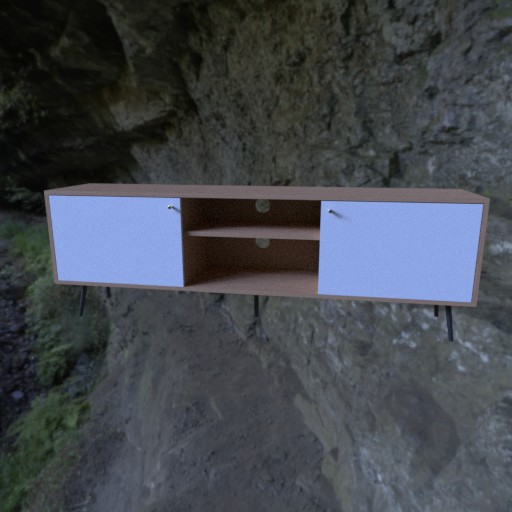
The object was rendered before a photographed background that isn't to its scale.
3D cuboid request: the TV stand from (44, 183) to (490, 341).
[{"bbox_3d":[0.000,0.000,1.965,1.760,0.580,0.400,2,14,9],"label":"TV stand"}]
